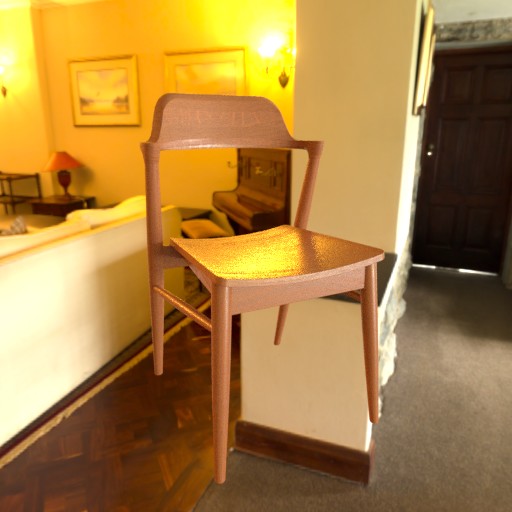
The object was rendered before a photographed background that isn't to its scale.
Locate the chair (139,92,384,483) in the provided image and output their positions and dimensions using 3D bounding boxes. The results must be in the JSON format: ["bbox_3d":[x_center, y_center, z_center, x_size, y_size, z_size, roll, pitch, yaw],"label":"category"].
[{"bbox_3d":[0.000,0.000,1.118,0.496,0.801,0.499,-8,18,-27],"label":"chair"}]
